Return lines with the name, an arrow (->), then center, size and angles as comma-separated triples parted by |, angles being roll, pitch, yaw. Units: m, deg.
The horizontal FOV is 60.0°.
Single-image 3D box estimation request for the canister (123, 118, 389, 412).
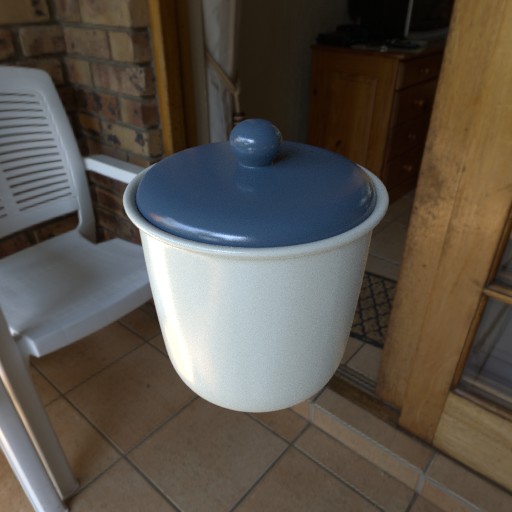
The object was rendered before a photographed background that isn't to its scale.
canister -> 0.000, 0.000, 0.343 | 0.182, 0.208, 0.182 | 0, 32, 0
